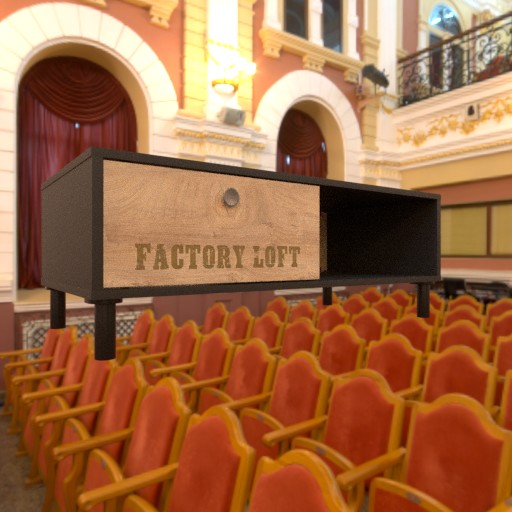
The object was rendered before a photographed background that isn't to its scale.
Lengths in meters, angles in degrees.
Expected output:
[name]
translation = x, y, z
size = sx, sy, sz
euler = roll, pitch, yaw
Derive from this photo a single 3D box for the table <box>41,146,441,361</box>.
[table]
translation = 0.000, 0.000, 1.339
size = 1.100, 0.400, 0.550
euler = 0, 0, -35
